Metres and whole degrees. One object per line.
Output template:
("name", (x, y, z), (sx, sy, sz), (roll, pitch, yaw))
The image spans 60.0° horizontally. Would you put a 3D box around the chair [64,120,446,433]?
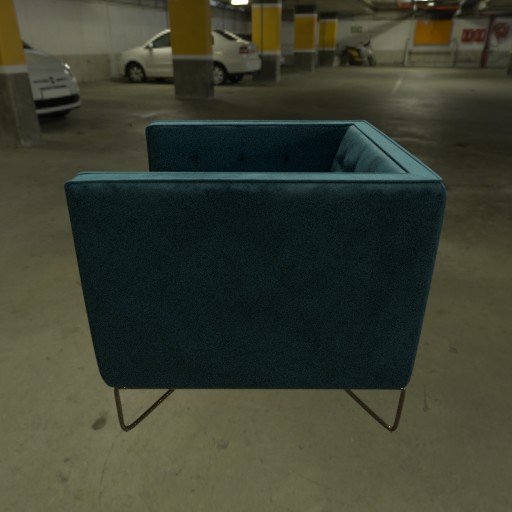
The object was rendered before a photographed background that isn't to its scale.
("chair", (0.000, 0.000, 1.537), (0.894, 0.790, 0.880), (0, 26, 1))
